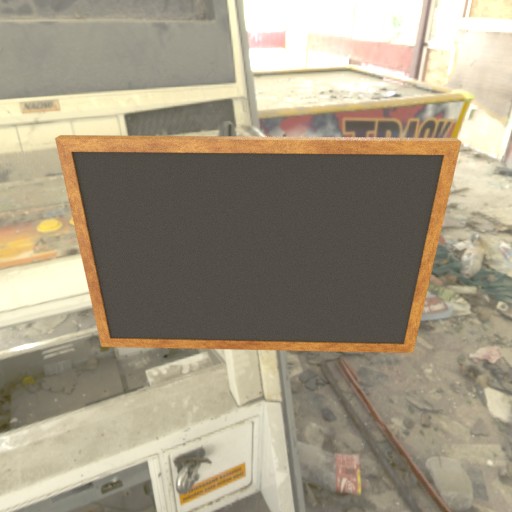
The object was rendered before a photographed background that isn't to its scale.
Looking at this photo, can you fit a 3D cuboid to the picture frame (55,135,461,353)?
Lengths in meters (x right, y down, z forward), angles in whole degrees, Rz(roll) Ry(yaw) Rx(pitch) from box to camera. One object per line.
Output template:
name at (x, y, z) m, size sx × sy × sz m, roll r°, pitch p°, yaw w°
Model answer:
picture frame at (0.000, 0.000, 1.170) m, size 0.922 × 0.621 × 0.029 m, roll 1°, pitch 29°, yaw 1°
